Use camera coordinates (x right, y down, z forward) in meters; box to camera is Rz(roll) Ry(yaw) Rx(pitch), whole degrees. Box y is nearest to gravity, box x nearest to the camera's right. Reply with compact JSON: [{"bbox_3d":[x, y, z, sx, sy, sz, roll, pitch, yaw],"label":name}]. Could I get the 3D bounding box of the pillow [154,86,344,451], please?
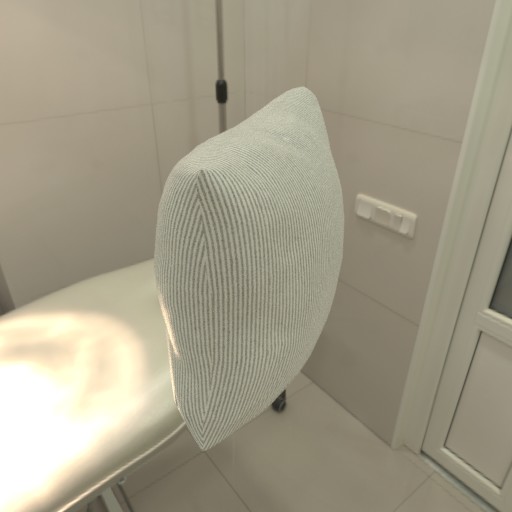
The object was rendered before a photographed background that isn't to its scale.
[{"bbox_3d":[0.000,0.000,0.684,0.387,0.432,0.310,-21,36,-32],"label":"pillow"}]
